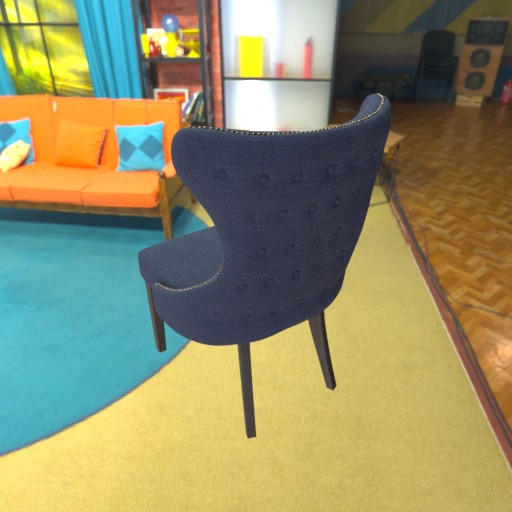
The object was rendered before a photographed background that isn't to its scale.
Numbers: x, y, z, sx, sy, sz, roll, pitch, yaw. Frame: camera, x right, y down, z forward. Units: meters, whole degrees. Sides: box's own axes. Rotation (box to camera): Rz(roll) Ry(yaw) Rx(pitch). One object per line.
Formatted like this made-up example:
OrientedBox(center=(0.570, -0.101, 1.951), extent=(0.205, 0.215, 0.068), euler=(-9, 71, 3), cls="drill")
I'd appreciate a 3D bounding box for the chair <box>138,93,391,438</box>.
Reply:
OrientedBox(center=(0.000, 0.000, 1.378), extent=(0.628, 0.967, 0.635), euler=(-20, 36, -29), cls="chair")
